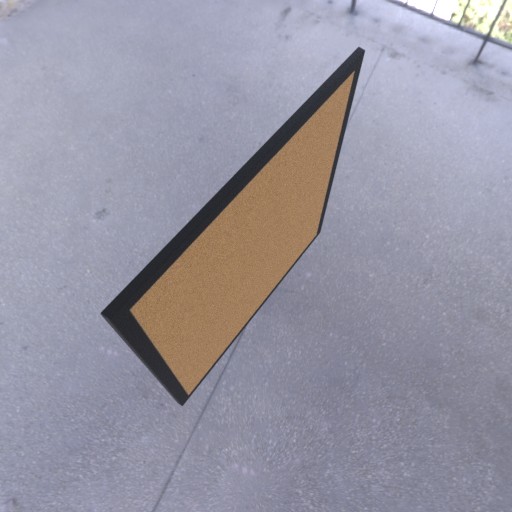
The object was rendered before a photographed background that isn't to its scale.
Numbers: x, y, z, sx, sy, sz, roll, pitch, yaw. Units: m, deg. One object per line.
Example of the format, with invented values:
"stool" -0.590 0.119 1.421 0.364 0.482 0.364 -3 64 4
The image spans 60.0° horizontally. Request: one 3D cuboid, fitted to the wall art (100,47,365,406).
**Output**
"wall art" 0.000 0.000 0.993 0.016 0.659 0.663 33 67 16
